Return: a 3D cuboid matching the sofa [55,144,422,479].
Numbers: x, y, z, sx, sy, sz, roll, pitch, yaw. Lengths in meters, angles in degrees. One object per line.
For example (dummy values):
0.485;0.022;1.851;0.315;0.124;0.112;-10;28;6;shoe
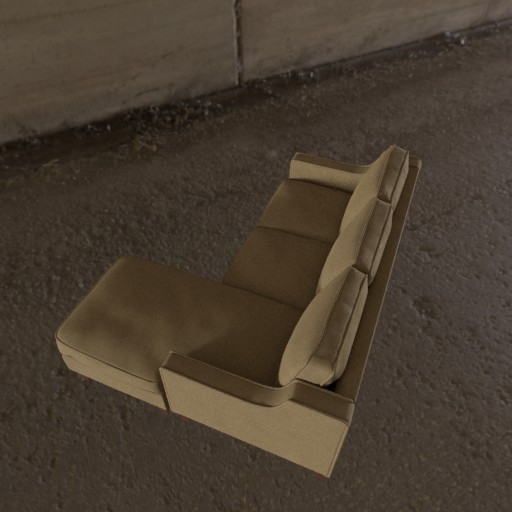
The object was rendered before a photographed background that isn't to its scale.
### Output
0.000;0.000;3.213;1.858;1.066;2.317;17;48;15;sofa
